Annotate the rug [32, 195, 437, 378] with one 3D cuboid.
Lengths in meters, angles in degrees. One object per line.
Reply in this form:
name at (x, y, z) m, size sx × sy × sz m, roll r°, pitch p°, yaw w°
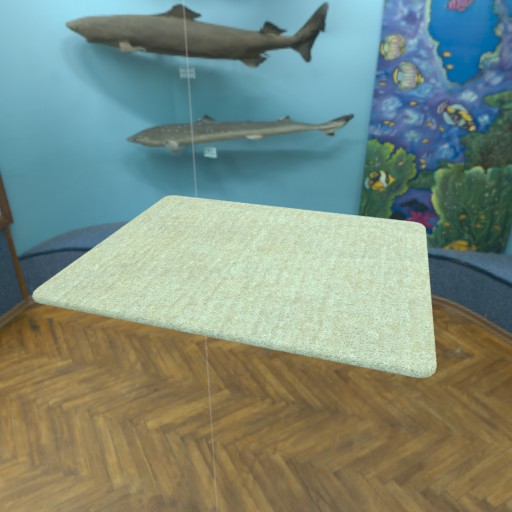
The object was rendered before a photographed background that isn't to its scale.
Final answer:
rug at (0.000, 0.000, 3.411) m, size 2.528 × 0.048 × 2.009 m, roll 8°, pitch 29°, yaw 15°
